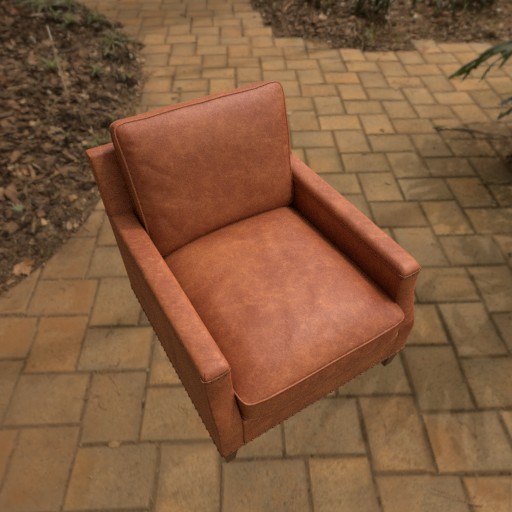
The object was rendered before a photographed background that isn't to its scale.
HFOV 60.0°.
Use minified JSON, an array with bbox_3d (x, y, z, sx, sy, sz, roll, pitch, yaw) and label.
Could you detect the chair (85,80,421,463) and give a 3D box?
[{"bbox_3d":[0.000,0.000,1.692,0.853,0.943,1.014,-24,51,-21],"label":"chair"}]
